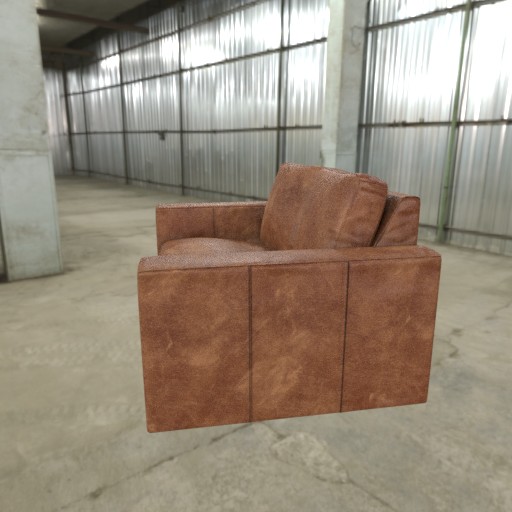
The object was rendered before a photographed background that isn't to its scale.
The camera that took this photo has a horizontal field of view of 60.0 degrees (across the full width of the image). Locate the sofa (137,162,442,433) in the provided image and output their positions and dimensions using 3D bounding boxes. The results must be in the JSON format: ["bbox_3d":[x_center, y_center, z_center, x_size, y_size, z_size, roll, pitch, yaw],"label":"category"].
[{"bbox_3d":[0.000,0.000,2.257,1.041,0.889,1.626,-2,14,-10],"label":"sofa"}]
